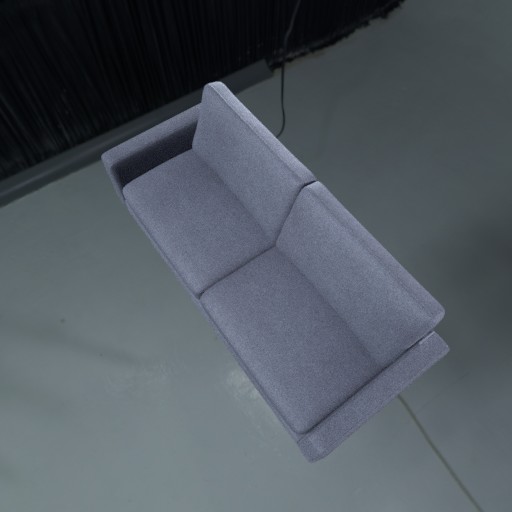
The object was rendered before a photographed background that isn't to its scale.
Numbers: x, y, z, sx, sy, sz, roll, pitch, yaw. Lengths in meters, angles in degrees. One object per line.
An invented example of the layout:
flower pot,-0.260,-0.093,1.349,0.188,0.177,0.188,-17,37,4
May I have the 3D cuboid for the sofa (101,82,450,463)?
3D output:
sofa,0.000,0.000,2.364,0.774,0.828,1.925,-33,67,-16
